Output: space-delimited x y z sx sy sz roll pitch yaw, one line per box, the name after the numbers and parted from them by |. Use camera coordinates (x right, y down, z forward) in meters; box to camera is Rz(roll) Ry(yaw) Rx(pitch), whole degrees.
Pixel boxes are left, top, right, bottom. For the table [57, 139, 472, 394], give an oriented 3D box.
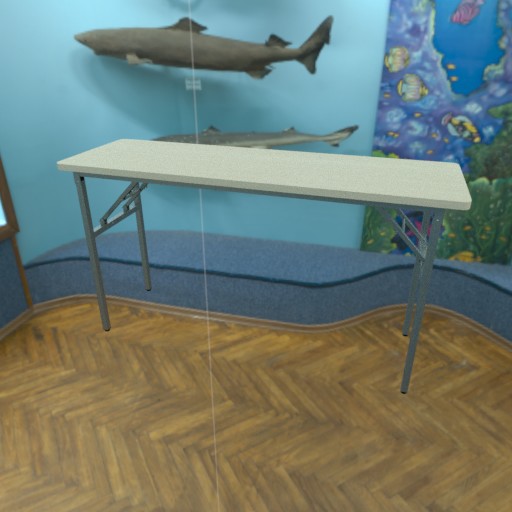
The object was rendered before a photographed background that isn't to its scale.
0.000 0.000 1.767 1.397 0.750 0.446 8 28 16 | table
